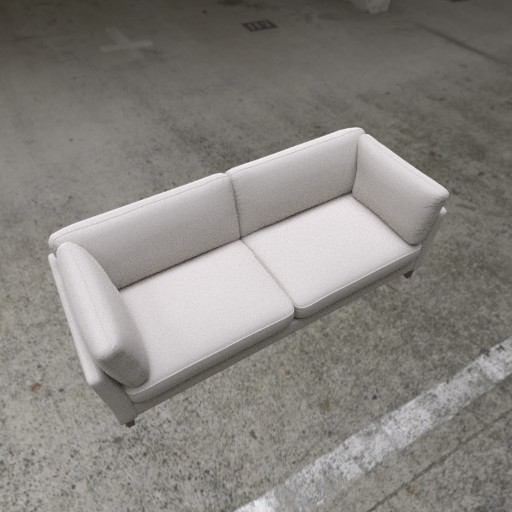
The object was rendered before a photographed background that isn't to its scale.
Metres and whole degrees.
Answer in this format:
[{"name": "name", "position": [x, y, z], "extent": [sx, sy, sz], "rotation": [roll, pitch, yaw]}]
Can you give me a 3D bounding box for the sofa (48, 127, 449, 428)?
[{"name": "sofa", "position": [0.000, 0.000, 2.799], "extent": [2.301, 0.863, 0.957], "rotation": [-24, 51, -21]}]
